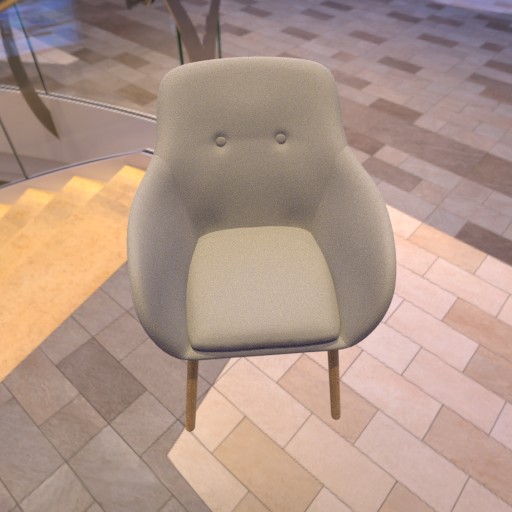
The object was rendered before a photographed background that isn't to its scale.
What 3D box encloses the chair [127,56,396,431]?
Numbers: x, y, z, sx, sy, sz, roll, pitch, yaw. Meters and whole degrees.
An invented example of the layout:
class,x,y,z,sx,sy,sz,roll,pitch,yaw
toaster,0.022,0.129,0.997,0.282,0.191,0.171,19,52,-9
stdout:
class,x,y,z,sx,sy,sz,roll,pitch,yaw
chair,0.000,0.000,1.198,0.570,0.830,0.590,-3,47,-3
